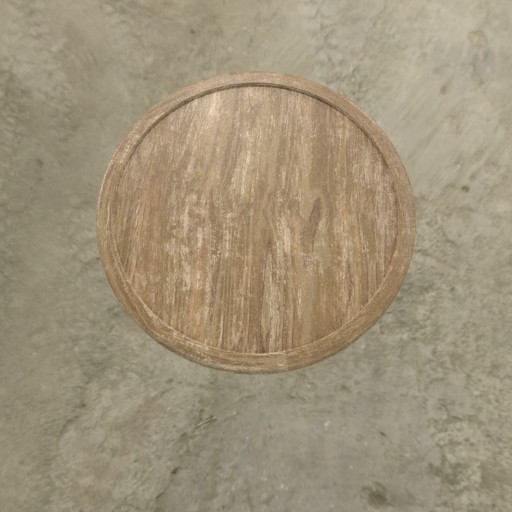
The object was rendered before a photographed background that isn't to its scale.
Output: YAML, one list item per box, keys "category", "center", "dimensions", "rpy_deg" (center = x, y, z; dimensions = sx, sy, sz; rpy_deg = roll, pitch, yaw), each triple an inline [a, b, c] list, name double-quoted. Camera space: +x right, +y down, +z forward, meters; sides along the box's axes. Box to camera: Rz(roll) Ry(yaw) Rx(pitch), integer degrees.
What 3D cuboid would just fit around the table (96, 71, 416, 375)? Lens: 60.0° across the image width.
- category: "table"
  center: [0.000, 0.000, 0.790]
  dimensions: [0.407, 0.482, 0.407]
  rpy_deg: [0, 75, 0]
